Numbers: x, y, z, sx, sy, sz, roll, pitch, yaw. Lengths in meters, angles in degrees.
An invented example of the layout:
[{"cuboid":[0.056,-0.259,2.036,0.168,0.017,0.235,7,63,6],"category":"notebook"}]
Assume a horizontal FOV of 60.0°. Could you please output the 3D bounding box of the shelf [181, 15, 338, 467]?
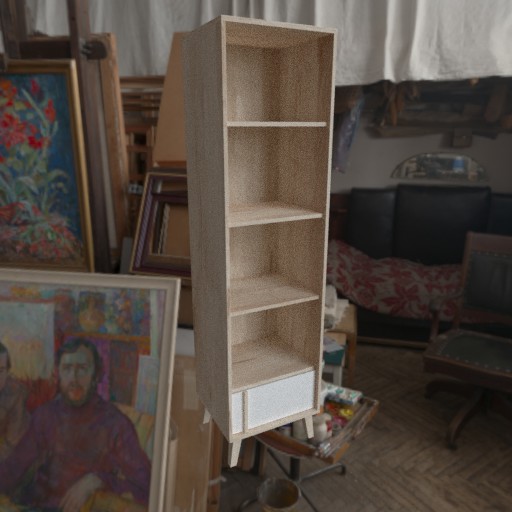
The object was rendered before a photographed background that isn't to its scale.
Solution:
[{"cuboid":[0.000,0.000,2.143,0.510,1.960,0.450,-8,18,-26],"category":"shelf"}]
